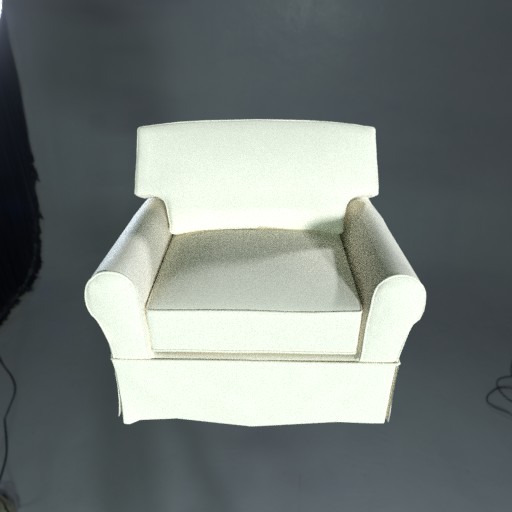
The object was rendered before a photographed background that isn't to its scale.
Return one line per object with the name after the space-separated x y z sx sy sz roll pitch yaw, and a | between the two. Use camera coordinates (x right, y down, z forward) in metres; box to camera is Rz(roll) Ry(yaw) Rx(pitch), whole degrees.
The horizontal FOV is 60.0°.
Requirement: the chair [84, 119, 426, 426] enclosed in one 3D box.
0.000 0.000 1.787 1.099 0.958 0.904 1 30 1 | chair
